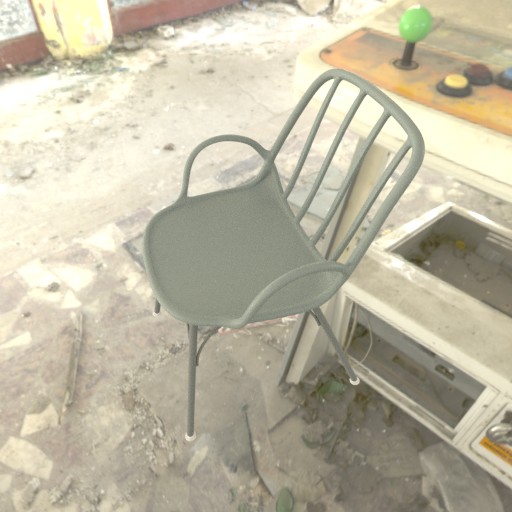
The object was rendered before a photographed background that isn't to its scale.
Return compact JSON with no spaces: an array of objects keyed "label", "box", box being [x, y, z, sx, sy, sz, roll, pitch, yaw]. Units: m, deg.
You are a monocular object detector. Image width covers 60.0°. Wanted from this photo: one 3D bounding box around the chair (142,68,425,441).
[{"label":"chair","box":[0.000,0.000,1.182,0.597,0.816,0.549,-15,48,-14]}]
